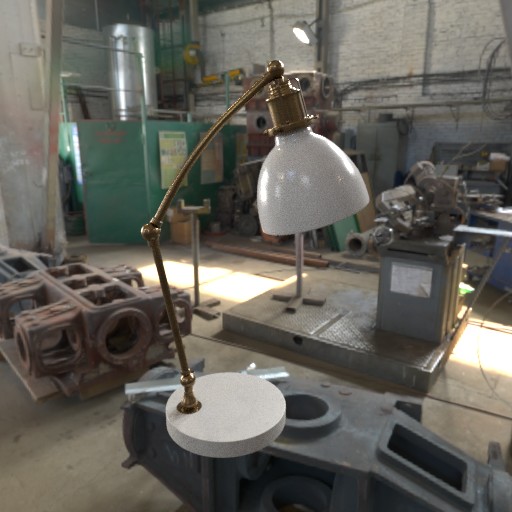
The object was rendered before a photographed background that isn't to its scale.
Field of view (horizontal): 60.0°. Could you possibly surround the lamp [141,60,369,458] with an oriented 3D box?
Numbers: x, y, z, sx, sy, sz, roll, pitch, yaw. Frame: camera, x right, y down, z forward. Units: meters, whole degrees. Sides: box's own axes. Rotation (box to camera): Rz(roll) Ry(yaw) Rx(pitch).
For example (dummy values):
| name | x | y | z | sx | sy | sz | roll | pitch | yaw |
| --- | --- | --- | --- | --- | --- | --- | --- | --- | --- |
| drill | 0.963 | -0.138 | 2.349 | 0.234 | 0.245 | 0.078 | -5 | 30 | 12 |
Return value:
| name | x | y | z | sx | sy | sz | roll | pitch | yaw |
| --- | --- | --- | --- | --- | --- | --- | --- | --- | --- |
| lamp | 0.000 | 0.000 | 0.639 | 0.317 | 0.522 | 0.186 | -2 | 15 | -9 |
